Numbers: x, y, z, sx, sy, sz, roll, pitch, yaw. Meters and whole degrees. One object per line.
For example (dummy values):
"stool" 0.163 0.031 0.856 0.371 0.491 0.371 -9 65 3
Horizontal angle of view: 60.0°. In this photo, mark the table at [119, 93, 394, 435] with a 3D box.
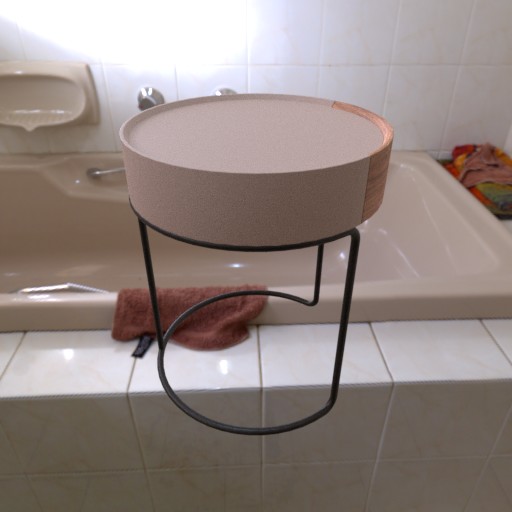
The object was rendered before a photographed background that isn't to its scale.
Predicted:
"table" 0.000 0.000 0.888 0.450 0.530 0.450 0 32 0
